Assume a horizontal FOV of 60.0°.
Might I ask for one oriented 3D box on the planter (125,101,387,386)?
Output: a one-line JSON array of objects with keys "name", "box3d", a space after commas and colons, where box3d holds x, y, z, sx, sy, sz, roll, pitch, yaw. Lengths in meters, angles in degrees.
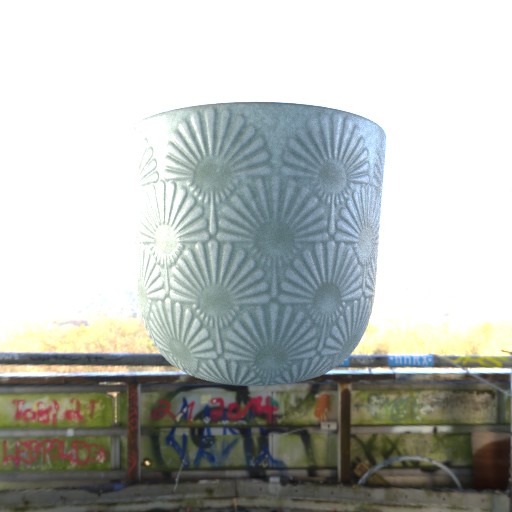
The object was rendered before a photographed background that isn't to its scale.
[{"name": "planter", "box3d": [0.000, 0.000, 0.299, 0.170, 0.152, 0.170, 0, 0, 0]}]
